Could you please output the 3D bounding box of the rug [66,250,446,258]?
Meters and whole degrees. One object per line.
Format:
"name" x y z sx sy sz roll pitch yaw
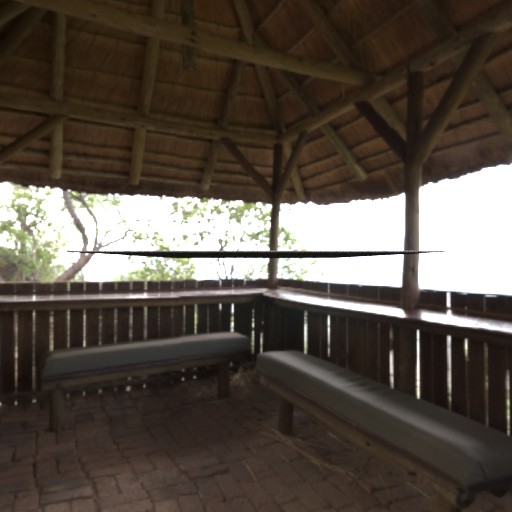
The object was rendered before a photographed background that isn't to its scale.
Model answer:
"rug" 0.000 0.000 2.977 1.523 0.008 2.438 0 -1 0
